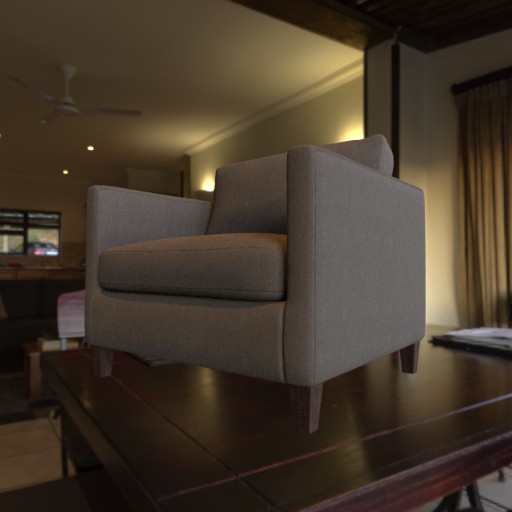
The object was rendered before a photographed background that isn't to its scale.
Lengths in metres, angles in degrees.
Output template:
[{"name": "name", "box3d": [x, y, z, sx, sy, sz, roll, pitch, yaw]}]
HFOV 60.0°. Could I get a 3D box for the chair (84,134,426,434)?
[{"name": "chair", "box3d": [0.000, 0.000, 1.817, 1.107, 0.963, 0.959, -1, -1, 38]}]
